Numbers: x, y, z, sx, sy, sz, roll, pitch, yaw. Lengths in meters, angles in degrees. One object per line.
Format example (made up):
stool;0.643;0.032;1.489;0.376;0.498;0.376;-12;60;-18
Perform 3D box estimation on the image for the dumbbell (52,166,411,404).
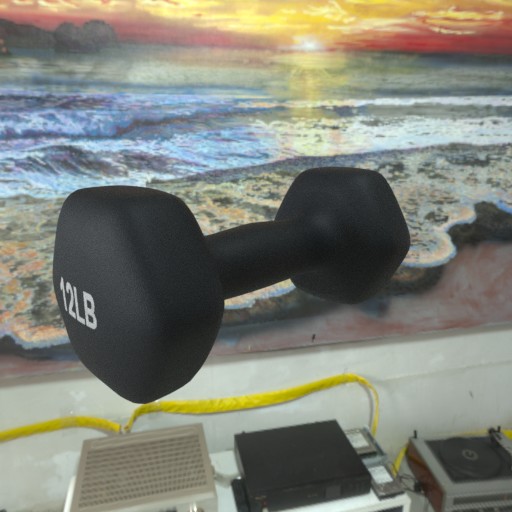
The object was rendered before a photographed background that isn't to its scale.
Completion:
dumbbell;0.000;0.000;0.282;0.231;0.101;0.112;-15;21;-42
